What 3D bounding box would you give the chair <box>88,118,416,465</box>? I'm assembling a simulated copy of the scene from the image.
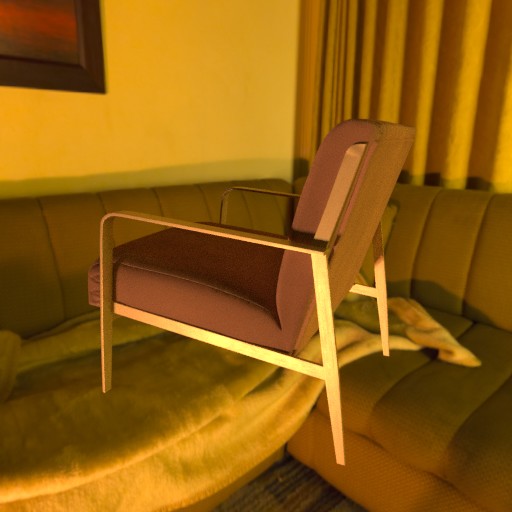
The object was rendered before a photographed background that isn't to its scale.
[{"bbox_3d":[0.000,0.000,1.425,0.848,0.823,0.701,7,17,25],"label":"chair"}]
